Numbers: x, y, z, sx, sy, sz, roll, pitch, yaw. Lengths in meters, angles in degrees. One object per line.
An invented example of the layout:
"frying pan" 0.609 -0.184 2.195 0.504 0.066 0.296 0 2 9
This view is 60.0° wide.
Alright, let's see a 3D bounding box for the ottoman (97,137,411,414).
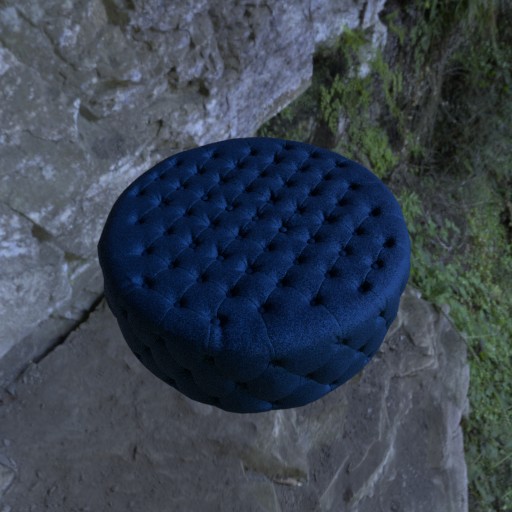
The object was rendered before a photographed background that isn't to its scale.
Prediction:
"ottoman" 0.000 0.000 1.528 0.998 0.398 0.998 0 46 0
